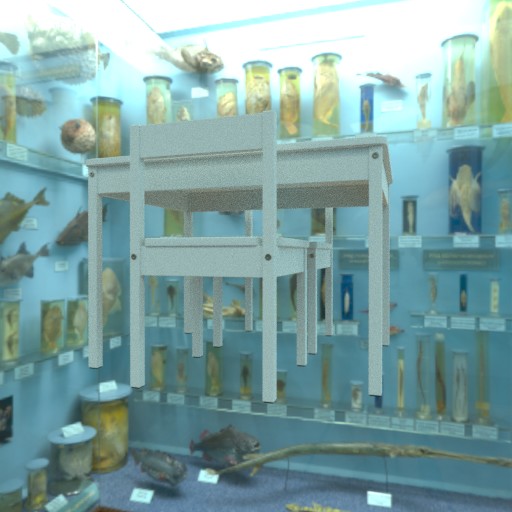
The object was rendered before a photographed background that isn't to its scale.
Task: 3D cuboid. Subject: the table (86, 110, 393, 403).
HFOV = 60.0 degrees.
[{"bbox_3d":[0.000,0.000,1.118,0.650,0.503,0.672,0,0,18],"label":"table"}]
